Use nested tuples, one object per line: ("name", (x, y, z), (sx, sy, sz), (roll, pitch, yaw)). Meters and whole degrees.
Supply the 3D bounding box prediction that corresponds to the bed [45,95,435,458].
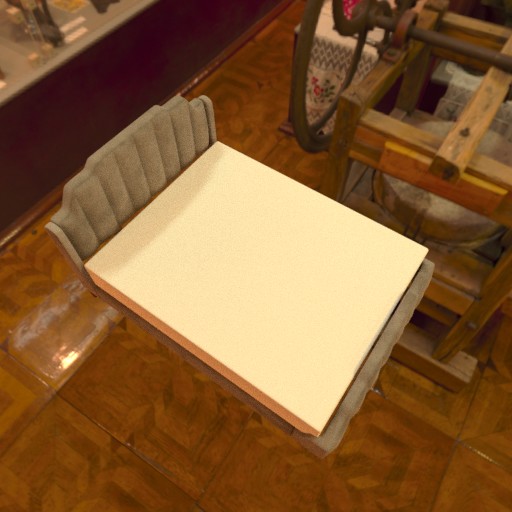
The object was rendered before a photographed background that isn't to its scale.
("bed", (0.000, 0.000, 3.314), (2.340, 1.245, 1.676), (31, 62, 18))
